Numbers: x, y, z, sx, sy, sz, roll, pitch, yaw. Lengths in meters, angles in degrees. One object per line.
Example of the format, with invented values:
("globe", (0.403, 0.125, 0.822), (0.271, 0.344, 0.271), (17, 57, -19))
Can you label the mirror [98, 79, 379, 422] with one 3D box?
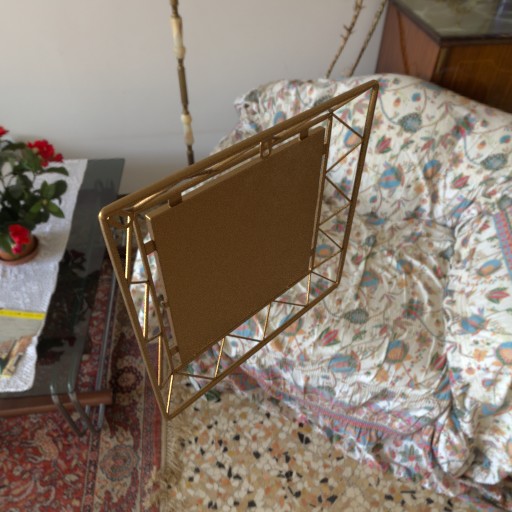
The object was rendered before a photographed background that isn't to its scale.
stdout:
("mirror", (0.000, 0.000, 0.643), (0.416, 0.414, 0.046), (-33, 54, -29))
